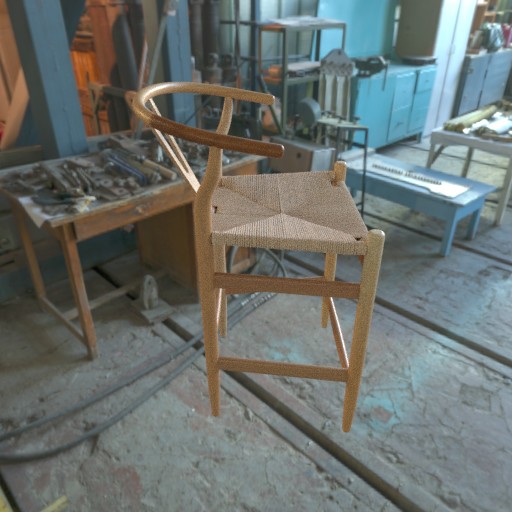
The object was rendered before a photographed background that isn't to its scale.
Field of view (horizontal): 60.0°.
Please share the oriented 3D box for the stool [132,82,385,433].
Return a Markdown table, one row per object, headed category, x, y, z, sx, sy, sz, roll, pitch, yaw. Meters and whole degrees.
| category | x | y | z | sx | sy | sz | roll | pitch | yaw |
| --- | --- | --- | --- | --- | --- | --- | --- | --- | --- |
| stool | 0.000 | 0.000 | 1.296 | 0.575 | 0.923 | 0.536 | 0 | 30 | 0 |
